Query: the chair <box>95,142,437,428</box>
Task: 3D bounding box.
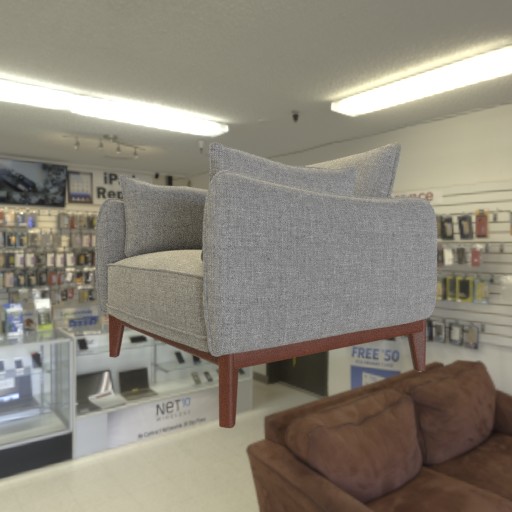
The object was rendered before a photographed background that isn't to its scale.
[{"bbox_3d":[0.000,0.000,1.705,0.976,0.839,0.993,-1,2,-36],"label":"chair"}]
